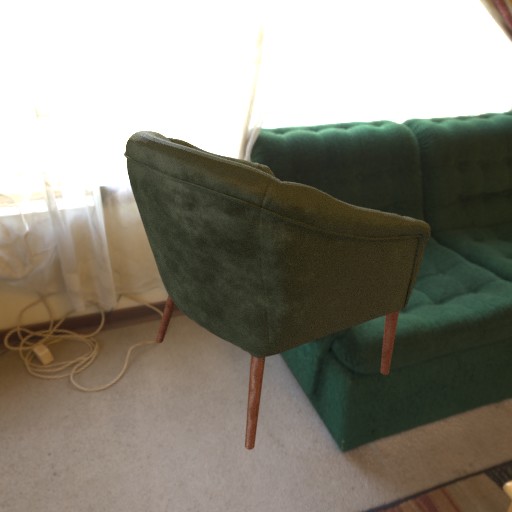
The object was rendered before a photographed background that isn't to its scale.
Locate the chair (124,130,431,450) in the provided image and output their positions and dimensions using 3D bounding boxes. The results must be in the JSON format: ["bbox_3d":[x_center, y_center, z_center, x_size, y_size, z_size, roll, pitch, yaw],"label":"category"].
[{"bbox_3d":[0.000,0.000,1.519,0.776,0.885,0.851,-18,32,-32],"label":"chair"}]
